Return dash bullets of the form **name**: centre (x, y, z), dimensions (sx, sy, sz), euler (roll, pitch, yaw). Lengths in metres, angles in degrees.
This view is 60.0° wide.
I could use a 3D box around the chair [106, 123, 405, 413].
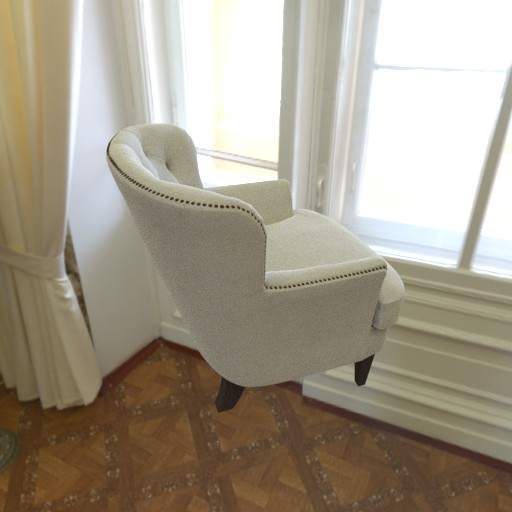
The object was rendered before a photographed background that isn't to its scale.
- **chair**: centre (0.000, 0.000, 1.595), dimensions (0.906, 0.868, 0.848), euler (-10, 31, -17)
